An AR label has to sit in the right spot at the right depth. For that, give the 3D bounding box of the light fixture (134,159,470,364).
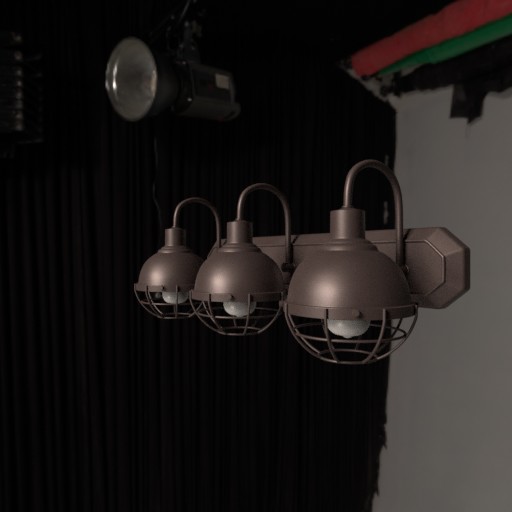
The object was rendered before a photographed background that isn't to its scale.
[{"bbox_3d":[0.000,0.000,0.766,0.229,0.254,0.634,0,0,-37],"label":"light fixture"}]
